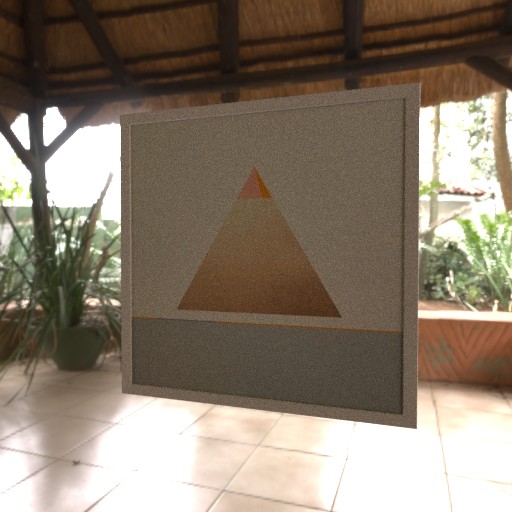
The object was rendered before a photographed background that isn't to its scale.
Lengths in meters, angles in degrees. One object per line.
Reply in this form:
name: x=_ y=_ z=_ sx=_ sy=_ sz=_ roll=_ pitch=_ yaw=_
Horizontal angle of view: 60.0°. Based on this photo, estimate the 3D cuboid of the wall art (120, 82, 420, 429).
wall art: x=0.000 y=0.000 z=1.116 sx=0.768 sy=0.765 sz=0.041 roll=0 pitch=2 yaw=18
